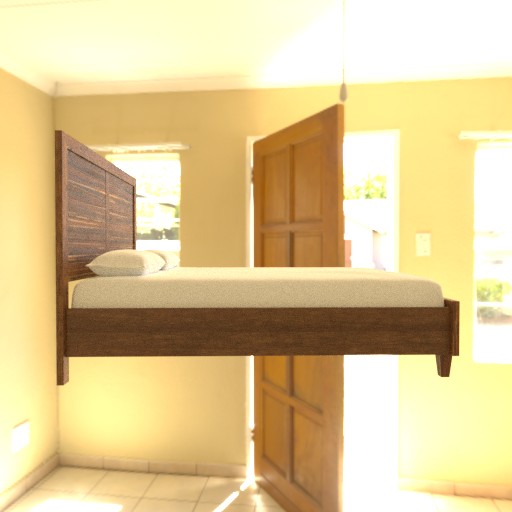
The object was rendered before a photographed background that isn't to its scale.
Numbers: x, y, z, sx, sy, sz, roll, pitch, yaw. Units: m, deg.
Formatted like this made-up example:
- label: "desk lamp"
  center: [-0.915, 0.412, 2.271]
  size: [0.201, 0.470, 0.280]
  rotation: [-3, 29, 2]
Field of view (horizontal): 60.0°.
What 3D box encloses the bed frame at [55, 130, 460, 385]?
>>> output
- label: "bed frame"
  center: [0.000, 0.000, 3.336]
  size: [2.276, 1.417, 1.696]
  rotation: [0, 1, -1]
